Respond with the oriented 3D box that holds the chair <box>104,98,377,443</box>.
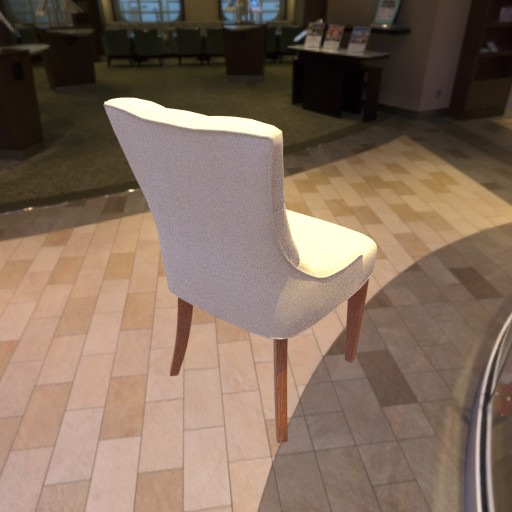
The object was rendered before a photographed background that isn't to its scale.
[{"bbox_3d":[0.000,0.000,1.224,0.509,0.874,0.565,21,36,30],"label":"chair"}]
